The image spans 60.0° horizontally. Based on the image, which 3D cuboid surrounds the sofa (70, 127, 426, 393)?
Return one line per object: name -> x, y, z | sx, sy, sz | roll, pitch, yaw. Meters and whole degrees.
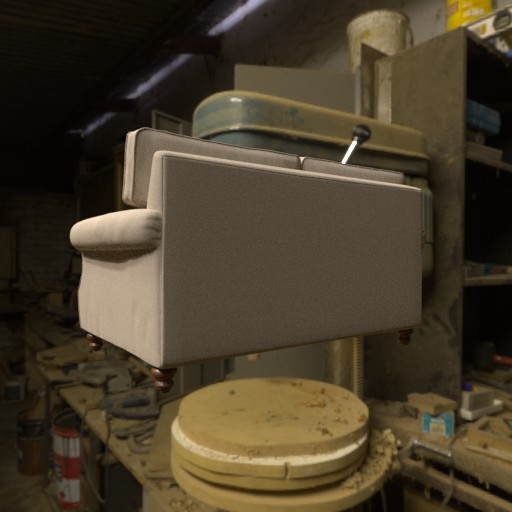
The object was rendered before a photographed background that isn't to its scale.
sofa -> 0.000, 0.000, 2.261 | 1.665, 0.937, 0.964 | 0, 1, -36
